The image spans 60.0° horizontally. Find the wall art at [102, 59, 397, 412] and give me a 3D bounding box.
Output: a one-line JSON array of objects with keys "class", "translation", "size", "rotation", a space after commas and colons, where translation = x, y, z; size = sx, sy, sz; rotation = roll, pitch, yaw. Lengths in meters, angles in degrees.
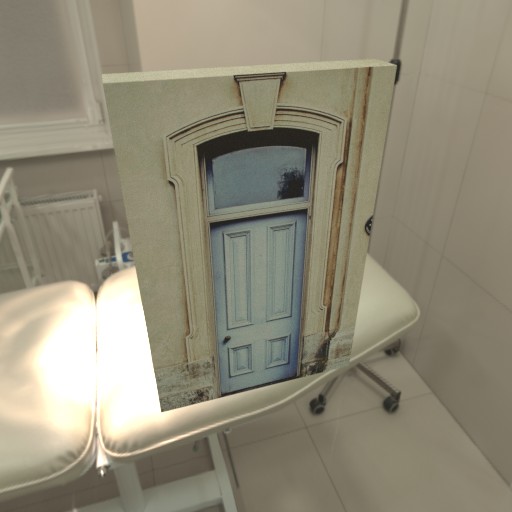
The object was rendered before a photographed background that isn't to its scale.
[{"class": "wall art", "translation": [0.000, 0.000, 0.484], "size": [0.254, 0.381, 0.038], "rotation": [-10, 34, -15]}]
